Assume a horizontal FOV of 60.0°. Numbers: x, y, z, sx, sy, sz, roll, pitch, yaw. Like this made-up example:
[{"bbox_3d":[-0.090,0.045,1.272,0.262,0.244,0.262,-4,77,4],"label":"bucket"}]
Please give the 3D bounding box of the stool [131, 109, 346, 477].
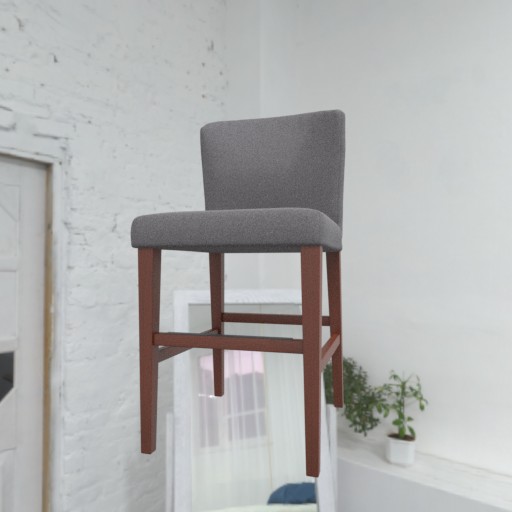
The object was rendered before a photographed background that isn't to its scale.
[{"bbox_3d":[0.000,0.000,1.272,0.481,0.968,0.568,0,-1,17],"label":"stool"}]
